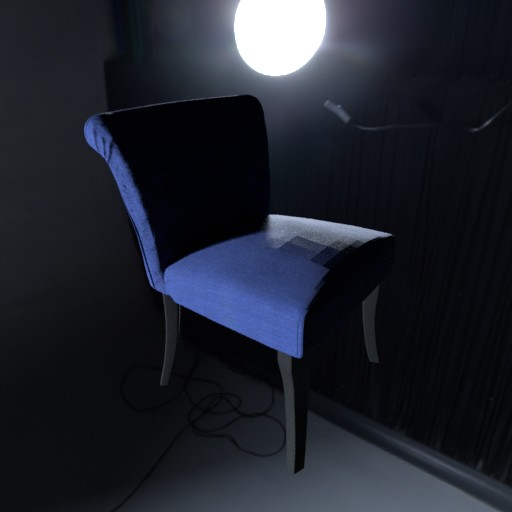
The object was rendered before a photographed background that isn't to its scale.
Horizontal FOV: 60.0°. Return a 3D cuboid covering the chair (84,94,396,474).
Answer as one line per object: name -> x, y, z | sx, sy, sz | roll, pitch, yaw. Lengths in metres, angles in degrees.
chair -> 0.000, 0.000, 1.185 | 0.606, 0.753, 0.585 | 17, 30, 32
